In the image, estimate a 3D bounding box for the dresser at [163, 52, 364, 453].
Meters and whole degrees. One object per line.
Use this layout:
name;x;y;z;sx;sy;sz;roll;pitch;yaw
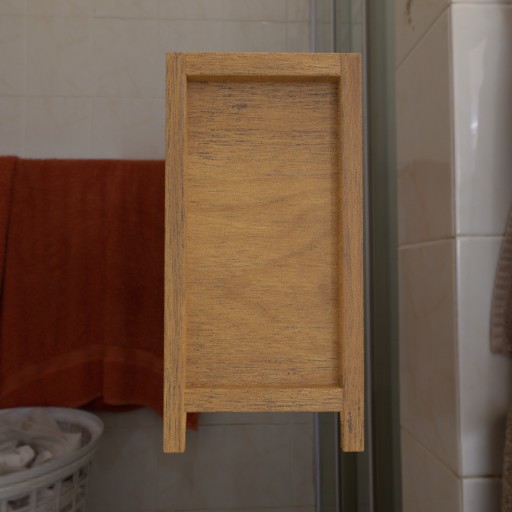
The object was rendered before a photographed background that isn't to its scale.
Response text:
dresser;0.000;0.000;1.290;0.427;0.804;0.804;0;-2;-1
